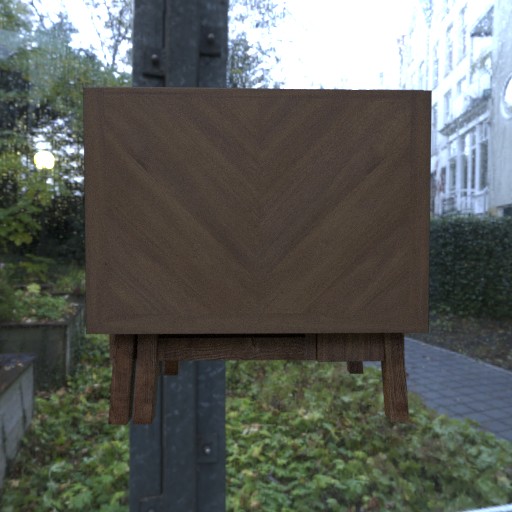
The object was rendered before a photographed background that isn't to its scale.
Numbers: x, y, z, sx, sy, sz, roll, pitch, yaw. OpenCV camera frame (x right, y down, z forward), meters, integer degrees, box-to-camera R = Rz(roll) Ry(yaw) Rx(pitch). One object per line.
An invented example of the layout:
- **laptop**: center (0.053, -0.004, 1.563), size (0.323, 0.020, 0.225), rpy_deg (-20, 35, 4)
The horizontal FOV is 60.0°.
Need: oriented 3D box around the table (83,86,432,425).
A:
- **table**: center (0.000, 0.000, 1.585), size (0.967, 0.981, 0.701), rpy_deg (0, 1, -1)
